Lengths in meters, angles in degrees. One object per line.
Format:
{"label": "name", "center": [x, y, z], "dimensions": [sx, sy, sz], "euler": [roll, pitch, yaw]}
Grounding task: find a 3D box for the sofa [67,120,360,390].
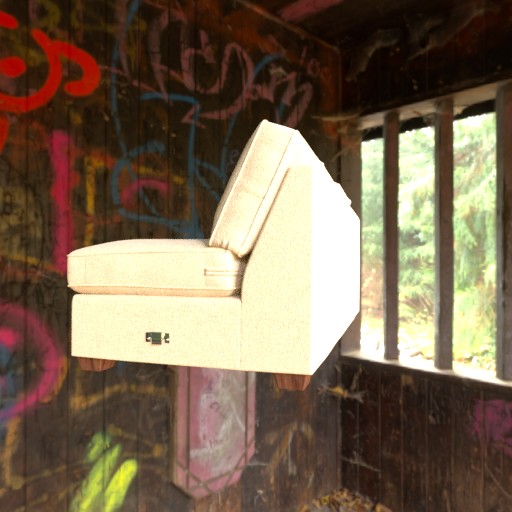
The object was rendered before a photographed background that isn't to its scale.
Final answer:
{"label": "sofa", "center": [0.000, 0.000, 2.553], "dimensions": [1.034, 0.946, 1.962], "euler": [0, 0, 18]}
